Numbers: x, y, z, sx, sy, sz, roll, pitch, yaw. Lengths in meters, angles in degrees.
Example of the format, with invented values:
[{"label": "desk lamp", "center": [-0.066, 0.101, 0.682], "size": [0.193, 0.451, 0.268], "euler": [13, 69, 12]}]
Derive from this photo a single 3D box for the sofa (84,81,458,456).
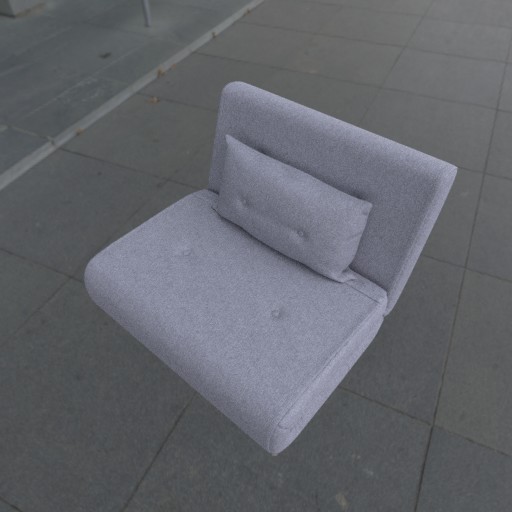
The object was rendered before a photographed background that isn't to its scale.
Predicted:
[{"label": "sofa", "center": [0.000, 0.000, 1.748], "size": [1.020, 0.825, 1.000], "euler": [32, 54, 26]}]
